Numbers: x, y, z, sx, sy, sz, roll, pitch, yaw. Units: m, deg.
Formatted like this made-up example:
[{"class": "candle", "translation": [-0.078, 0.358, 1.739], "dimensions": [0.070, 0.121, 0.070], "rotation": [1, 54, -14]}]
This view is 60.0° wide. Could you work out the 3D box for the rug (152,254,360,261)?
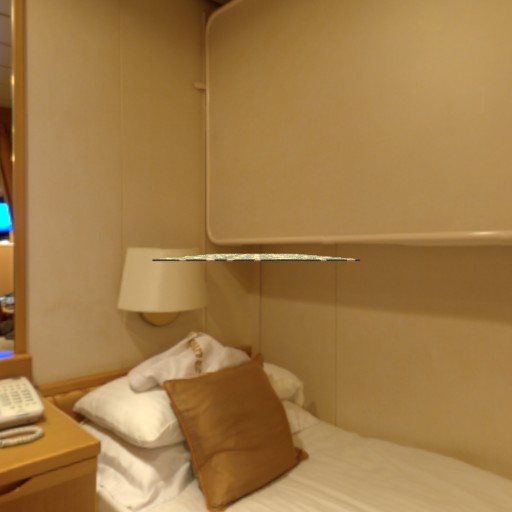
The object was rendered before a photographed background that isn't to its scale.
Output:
[{"class": "rug", "translation": [0.000, 0.000, 2.608], "dimensions": [0.685, 0.006, 2.296], "rotation": [0, 1, 0]}]
